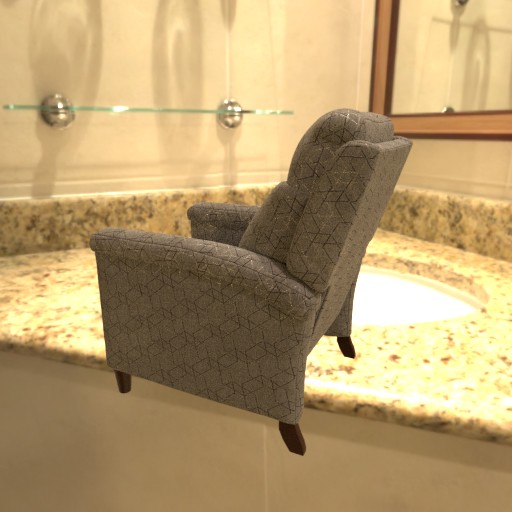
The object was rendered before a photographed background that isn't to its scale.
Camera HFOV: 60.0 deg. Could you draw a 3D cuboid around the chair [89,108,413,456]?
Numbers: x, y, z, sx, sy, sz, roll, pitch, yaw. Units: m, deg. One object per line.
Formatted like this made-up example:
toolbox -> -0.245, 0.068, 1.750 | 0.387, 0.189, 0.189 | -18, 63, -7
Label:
chair -> 0.000, 0.000, 1.689 | 0.987, 1.048, 0.753 | 8, 18, 24
